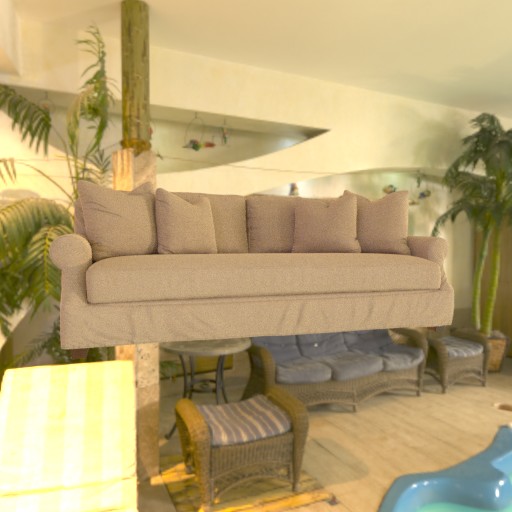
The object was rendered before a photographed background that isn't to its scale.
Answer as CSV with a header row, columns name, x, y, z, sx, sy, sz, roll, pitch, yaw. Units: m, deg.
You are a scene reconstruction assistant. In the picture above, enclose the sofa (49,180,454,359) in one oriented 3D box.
name,x,y,z,sx,sy,sz,roll,pitch,yaw
sofa,0.000,0.000,2.779,2.285,0.904,1.067,-1,2,-18
